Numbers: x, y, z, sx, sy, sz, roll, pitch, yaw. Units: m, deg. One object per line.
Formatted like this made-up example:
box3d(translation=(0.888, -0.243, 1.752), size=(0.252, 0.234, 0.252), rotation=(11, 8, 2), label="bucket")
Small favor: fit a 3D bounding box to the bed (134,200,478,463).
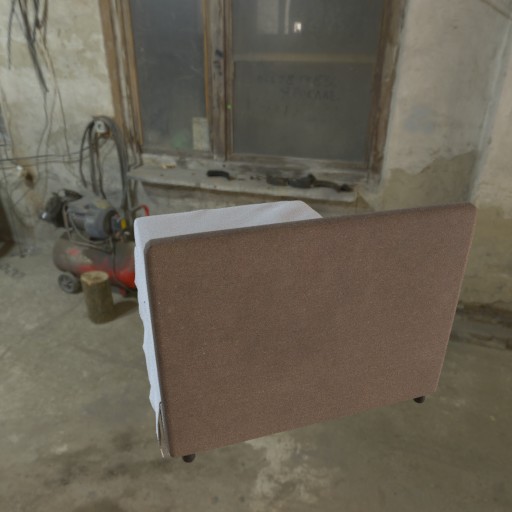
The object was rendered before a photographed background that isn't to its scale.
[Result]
box3d(translation=(0.000, 0.000, 3.176), size=(1.723, 1.330, 2.142), rotation=(-8, 27, -15), label="bed")
